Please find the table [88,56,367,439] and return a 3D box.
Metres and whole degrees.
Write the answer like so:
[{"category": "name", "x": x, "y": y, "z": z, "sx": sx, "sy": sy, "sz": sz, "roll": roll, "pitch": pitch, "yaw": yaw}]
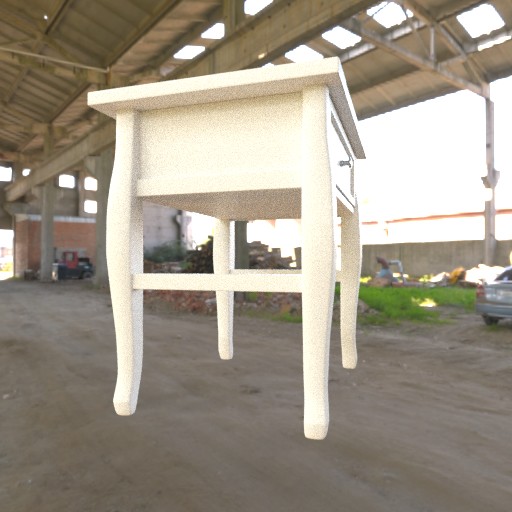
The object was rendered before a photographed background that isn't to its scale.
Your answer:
[{"category": "table", "x": 0.000, "y": 0.000, "z": 1.030, "sx": 0.463, "sy": 0.605, "sz": 0.599, "roll": 0, "pitch": -1, "yaw": 18}]
